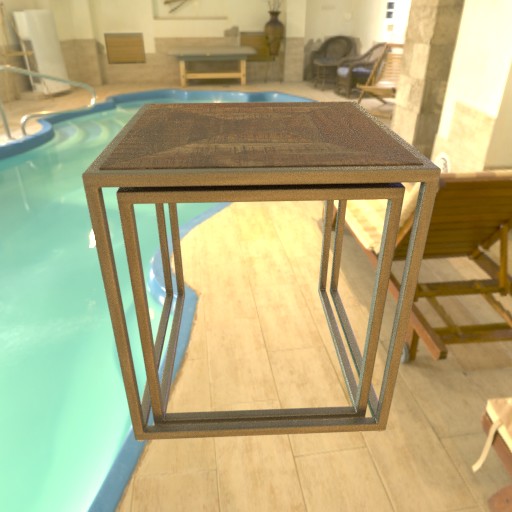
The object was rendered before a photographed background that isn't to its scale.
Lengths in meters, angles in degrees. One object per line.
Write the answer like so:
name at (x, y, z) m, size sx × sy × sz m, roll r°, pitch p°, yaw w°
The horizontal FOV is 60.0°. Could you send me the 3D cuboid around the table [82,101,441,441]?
table at (0.000, 0.000, 0.868) m, size 0.450 × 0.500 × 0.449 m, roll -1°, pitch 30°, yaw -2°
